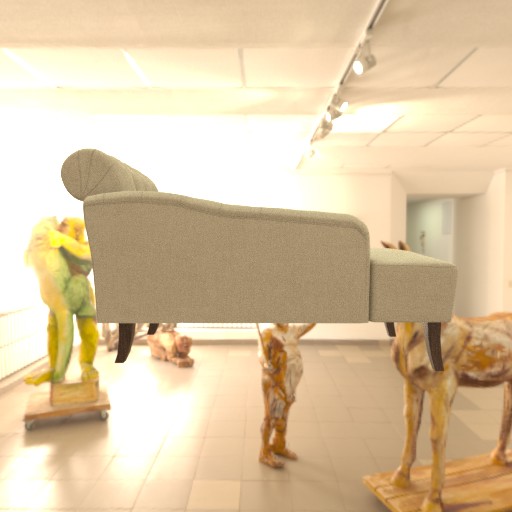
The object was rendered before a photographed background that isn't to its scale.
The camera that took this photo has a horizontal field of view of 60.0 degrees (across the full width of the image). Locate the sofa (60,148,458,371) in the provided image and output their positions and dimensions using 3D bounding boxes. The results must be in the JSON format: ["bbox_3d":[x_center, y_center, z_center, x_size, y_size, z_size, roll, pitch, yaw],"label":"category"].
[{"bbox_3d":[0.000,0.000,1.823,1.379,0.787,0.675,0,2,0],"label":"sofa"}]
